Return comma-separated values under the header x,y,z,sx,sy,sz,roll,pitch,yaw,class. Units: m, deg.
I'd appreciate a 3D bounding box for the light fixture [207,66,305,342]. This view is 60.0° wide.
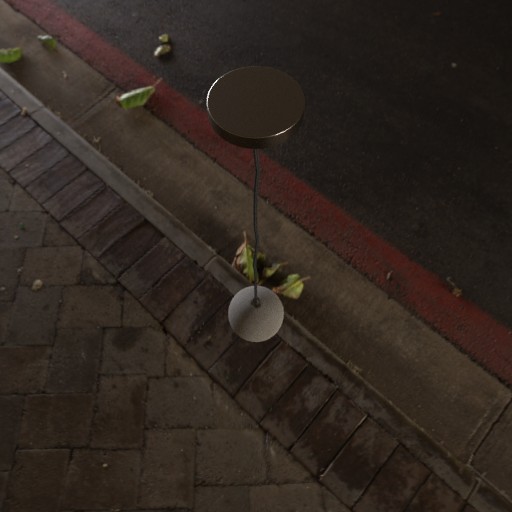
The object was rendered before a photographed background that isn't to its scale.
x,y,z,sx,sy,sz,roll,pitch,yaw,class
0.000,0.000,0.836,0.139,0.764,0.139,-13,64,-7,light fixture
